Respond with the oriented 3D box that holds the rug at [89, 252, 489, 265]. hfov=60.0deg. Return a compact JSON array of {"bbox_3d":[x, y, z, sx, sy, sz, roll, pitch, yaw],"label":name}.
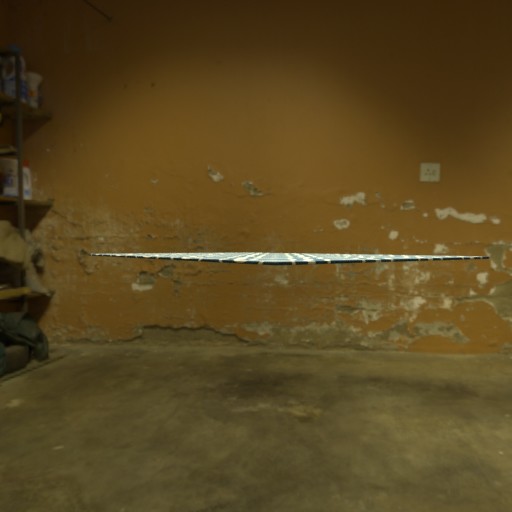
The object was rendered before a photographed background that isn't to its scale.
[{"bbox_3d":[0.000,0.000,2.223,1.143,0.010,1.753,-1,1,-36],"label":"rug"}]
